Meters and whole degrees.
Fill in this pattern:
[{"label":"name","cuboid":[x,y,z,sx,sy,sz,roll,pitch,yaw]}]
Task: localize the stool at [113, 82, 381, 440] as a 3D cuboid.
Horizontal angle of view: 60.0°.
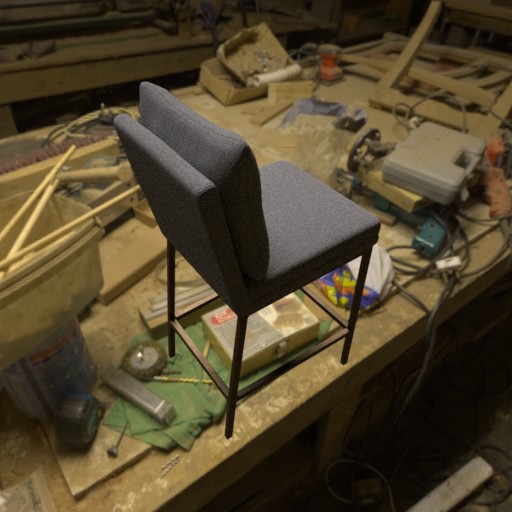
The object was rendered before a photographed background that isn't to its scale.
[{"label":"stool","cuboid":[0.000,0.000,1.366,0.569,1.031,0.463,-25,47,-26]}]
